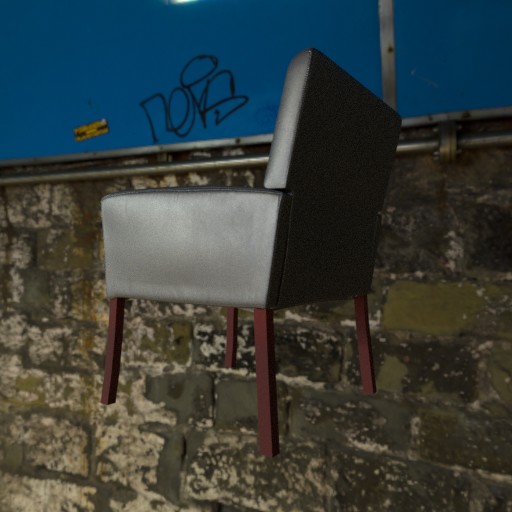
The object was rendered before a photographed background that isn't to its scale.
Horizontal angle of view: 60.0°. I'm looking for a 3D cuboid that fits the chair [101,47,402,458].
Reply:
[{"bbox_3d":[0.000,0.000,1.466,0.772,0.951,0.683,0,-1,36],"label":"chair"}]
